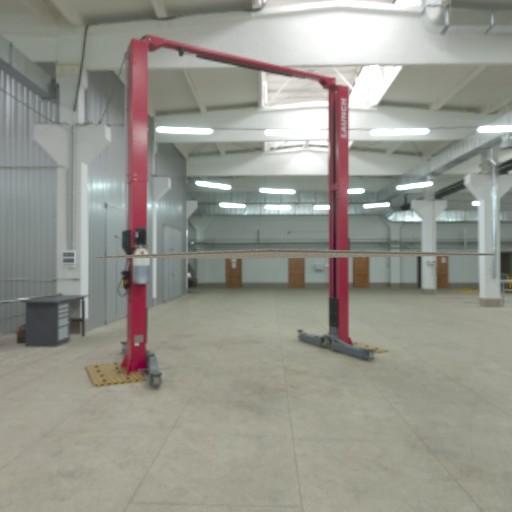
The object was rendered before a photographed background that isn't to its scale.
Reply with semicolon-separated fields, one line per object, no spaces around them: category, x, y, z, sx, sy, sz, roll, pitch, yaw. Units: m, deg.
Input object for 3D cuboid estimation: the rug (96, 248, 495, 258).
rug;0.000;0.000;3.010;1.524;0.011;2.438;1;-1;-34
